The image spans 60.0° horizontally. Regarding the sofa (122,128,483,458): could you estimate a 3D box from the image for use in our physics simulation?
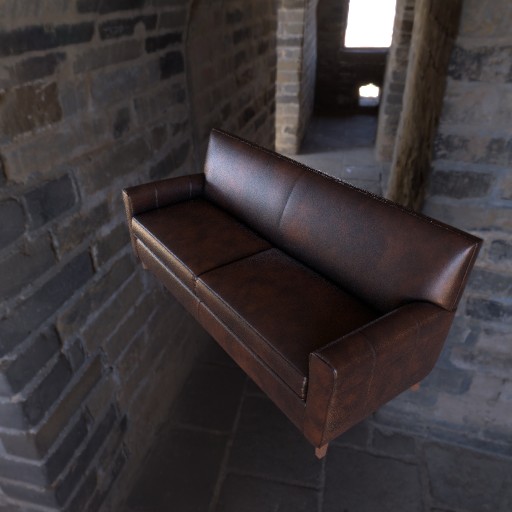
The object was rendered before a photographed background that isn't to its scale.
[{"bbox_3d":[0.000,0.000,2.455,0.786,0.871,1.995,-20,37,-30],"label":"sofa"}]
